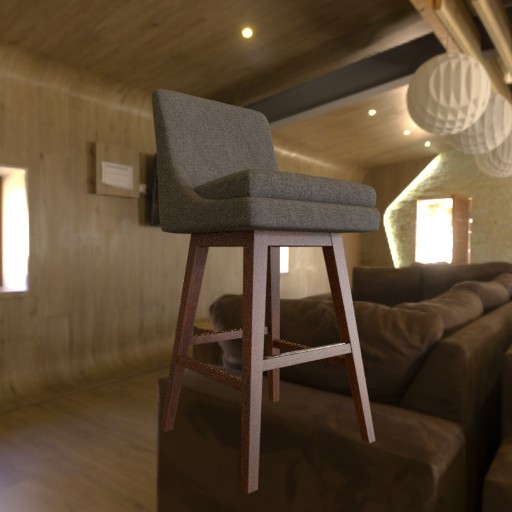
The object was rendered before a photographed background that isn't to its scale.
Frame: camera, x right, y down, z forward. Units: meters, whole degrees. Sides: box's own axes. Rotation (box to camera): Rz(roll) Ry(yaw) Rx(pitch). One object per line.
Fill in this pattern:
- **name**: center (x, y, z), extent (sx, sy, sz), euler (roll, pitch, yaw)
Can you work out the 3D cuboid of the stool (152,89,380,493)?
- **stool**: center (0.000, 0.000, 1.342), extent (0.489, 1.068, 0.572), euler (-1, 1, -37)
